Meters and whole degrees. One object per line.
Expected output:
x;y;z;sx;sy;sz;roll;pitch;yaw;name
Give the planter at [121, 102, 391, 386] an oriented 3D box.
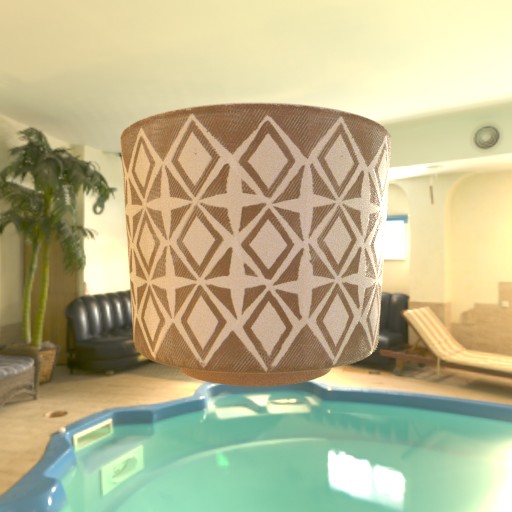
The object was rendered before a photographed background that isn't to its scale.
0.000;0.000;0.445;0.260;0.220;0.260;0;0;0;planter
